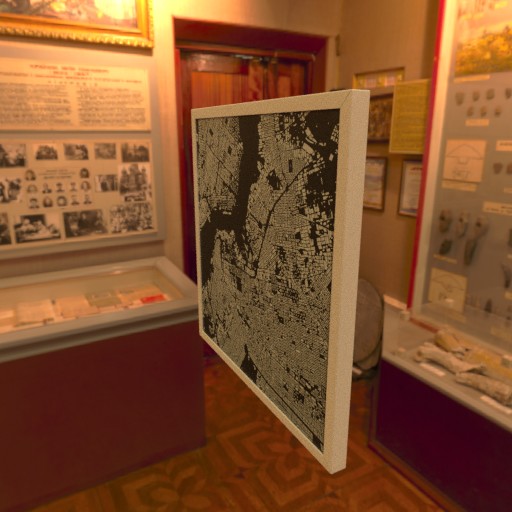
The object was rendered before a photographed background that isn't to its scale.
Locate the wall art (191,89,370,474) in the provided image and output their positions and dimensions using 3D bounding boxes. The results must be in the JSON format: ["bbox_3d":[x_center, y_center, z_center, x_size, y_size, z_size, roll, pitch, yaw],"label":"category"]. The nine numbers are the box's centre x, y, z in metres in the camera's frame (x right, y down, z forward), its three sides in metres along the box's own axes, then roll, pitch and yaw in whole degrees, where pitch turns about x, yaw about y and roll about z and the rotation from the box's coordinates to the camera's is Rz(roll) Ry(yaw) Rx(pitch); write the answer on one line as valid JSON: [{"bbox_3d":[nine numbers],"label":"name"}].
[{"bbox_3d":[0.000,0.000,1.164,0.050,0.762,0.761,-8,18,-27],"label":"wall art"}]
